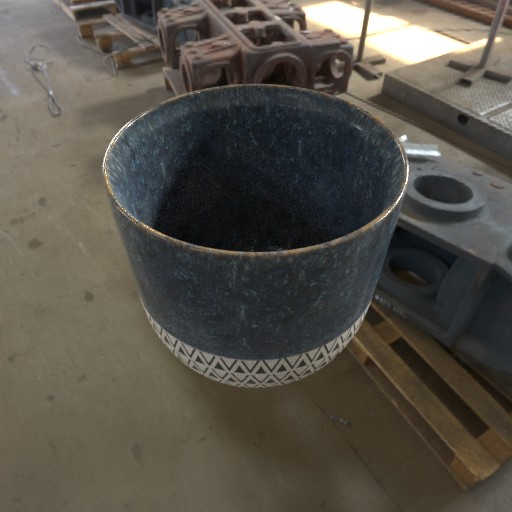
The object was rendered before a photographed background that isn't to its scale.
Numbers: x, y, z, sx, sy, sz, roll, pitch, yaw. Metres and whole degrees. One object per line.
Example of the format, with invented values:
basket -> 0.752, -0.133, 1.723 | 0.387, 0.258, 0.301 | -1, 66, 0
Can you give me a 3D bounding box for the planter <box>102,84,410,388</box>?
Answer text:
planter -> 0.000, 0.000, 0.489 | 0.266, 0.270, 0.266 | 0, 45, 0
